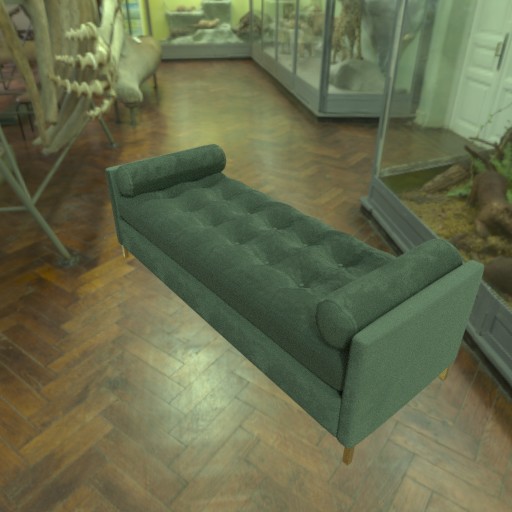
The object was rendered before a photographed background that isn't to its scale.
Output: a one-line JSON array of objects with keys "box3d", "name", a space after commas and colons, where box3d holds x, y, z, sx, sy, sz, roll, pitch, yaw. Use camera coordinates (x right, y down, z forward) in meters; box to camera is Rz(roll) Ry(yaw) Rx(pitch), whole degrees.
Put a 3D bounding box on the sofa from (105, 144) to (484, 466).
[{"box3d": [0.000, 0.000, 2.460, 0.796, 0.705, 2.102, -23, 38, -33], "name": "sofa"}]
